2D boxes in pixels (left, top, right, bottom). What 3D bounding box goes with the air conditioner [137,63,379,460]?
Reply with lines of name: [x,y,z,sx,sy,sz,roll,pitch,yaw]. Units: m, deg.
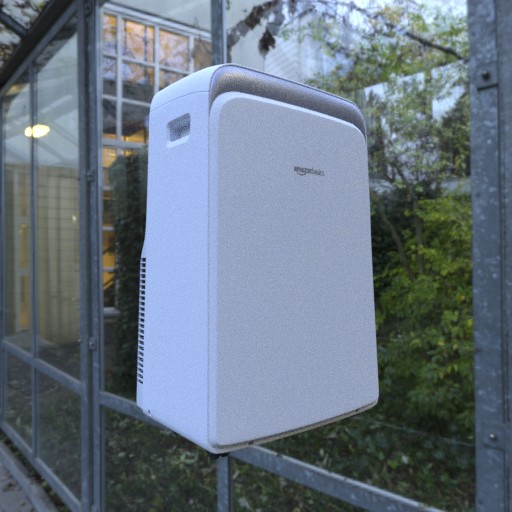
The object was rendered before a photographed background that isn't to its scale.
air conditioner: [0.000,0.000,0.956,0.454,0.700,0.365,1,-1,-37]
